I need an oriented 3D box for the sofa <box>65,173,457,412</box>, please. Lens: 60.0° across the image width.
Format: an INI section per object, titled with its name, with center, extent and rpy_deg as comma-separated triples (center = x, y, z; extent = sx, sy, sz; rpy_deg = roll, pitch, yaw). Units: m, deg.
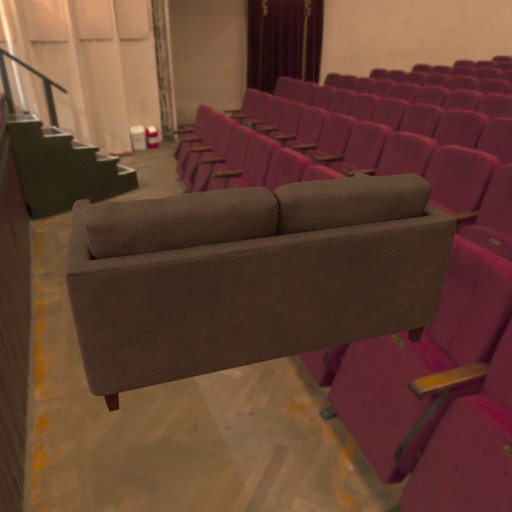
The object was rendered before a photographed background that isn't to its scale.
[sofa]
center = 0.000, 0.000, 2.484
extent = 1.884, 0.963, 0.950
rpy_deg = -8, 27, -16
